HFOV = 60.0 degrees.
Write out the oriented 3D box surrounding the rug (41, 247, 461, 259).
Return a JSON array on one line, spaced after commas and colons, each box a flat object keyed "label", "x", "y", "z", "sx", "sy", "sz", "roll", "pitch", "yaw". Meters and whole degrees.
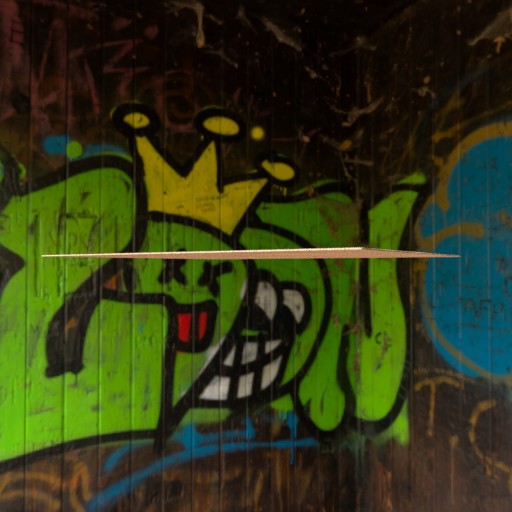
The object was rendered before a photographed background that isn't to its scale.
[{"label": "rug", "x": 0.000, "y": 0.000, "z": 4.080, "sx": 3.034, "sy": 0.012, "sz": 2.406, "roll": -1, "pitch": -1, "yaw": 36}]
